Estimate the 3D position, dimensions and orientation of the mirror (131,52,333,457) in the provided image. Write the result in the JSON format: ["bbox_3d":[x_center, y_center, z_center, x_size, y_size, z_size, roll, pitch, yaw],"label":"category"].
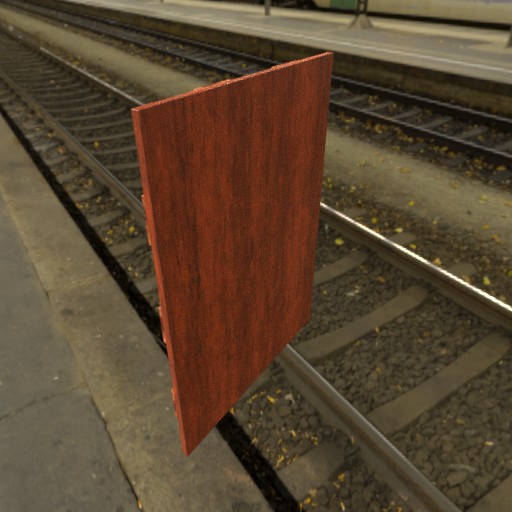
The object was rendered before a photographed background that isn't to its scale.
[{"bbox_3d":[0.000,0.000,1.039,0.021,0.805,0.600,21,38,28],"label":"mirror"}]
